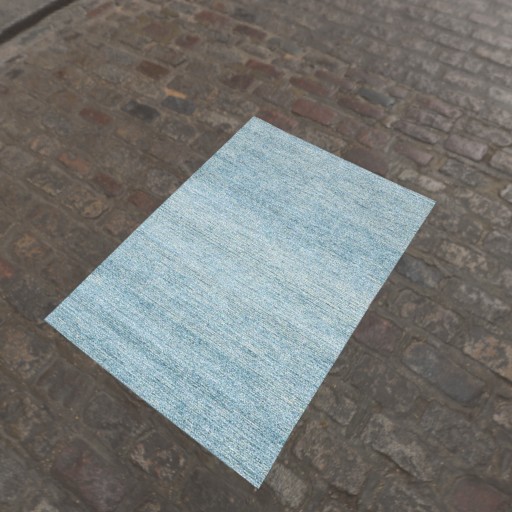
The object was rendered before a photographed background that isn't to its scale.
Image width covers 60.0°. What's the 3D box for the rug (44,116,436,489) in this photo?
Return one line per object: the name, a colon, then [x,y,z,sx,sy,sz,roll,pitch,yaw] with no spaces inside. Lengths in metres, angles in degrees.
rug: [0.000,0.000,2.960,1.611,0.026,2.260,31,63,18]
